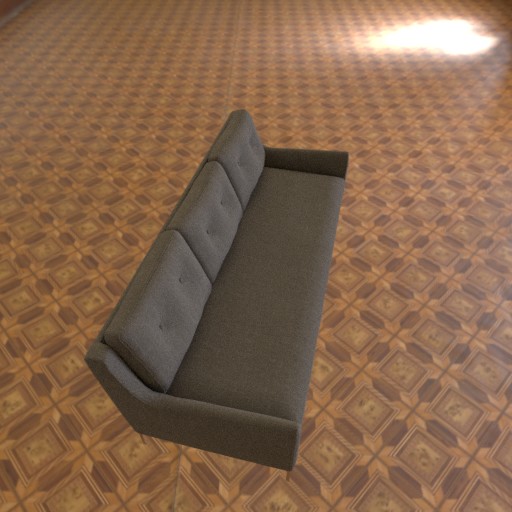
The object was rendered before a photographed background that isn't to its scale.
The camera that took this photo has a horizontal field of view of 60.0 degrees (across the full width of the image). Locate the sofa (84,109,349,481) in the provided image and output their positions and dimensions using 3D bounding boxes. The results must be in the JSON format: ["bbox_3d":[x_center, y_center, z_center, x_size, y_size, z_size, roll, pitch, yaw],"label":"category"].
[{"bbox_3d":[0.000,0.000,2.528,0.849,0.837,2.060,10,46,10],"label":"sofa"}]
